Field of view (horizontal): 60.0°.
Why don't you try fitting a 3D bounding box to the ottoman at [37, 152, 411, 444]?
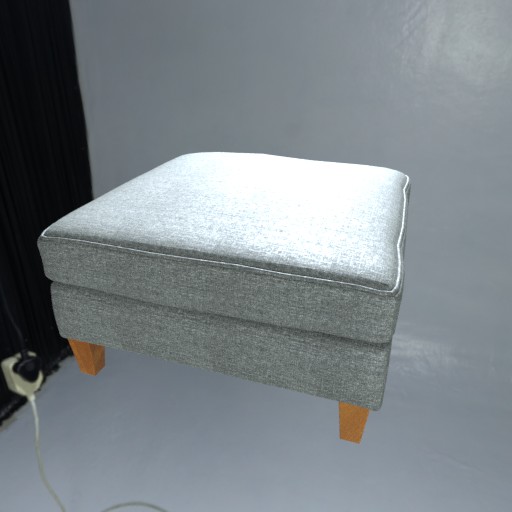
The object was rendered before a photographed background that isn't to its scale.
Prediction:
[{"bbox_3d":[0.000,0.000,1.342,0.838,0.481,0.838,8,28,16],"label":"ottoman"}]
